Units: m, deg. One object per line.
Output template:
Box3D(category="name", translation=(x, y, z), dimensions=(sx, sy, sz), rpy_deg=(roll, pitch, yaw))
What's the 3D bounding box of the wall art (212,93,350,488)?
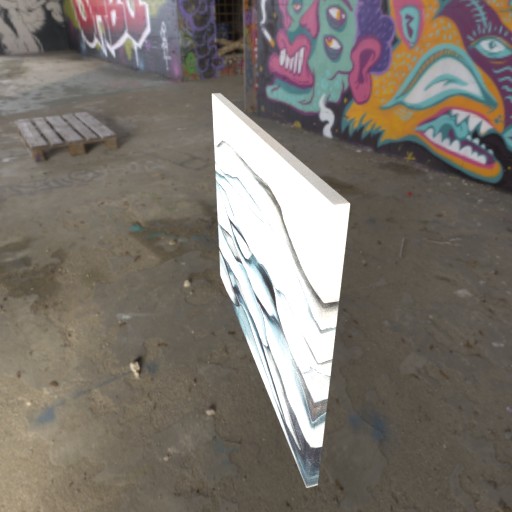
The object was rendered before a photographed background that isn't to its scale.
Box3D(category="wall art", translation=(0.000, 0.000, 1.601), dimensions=(0.039, 0.915, 1.219), rpy_deg=(-8, 31, -14))
